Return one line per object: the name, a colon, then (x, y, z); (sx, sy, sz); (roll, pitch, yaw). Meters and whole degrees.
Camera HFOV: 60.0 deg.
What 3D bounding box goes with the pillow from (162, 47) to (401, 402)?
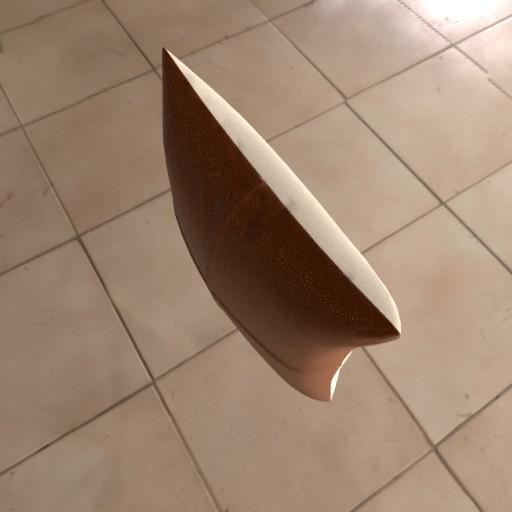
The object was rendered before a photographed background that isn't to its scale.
pillow: (0.000, 0.000, 0.743); (0.192, 0.477, 0.501); (-31, 68, -14)
